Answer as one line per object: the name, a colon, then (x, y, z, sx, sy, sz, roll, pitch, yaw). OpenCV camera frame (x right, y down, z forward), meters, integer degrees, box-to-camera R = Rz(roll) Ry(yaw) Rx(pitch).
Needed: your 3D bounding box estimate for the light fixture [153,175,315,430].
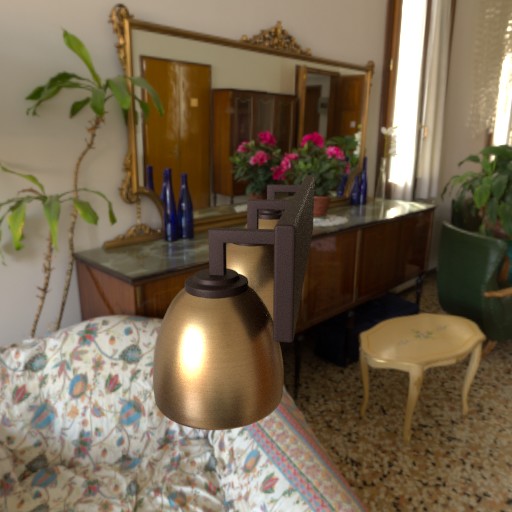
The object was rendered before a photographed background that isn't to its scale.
light fixture: (0.000, 0.000, 0.684, 0.157, 0.204, 0.582, 2, 15, 9)
